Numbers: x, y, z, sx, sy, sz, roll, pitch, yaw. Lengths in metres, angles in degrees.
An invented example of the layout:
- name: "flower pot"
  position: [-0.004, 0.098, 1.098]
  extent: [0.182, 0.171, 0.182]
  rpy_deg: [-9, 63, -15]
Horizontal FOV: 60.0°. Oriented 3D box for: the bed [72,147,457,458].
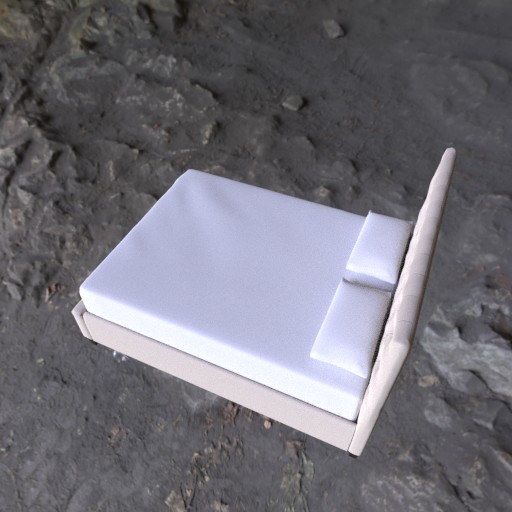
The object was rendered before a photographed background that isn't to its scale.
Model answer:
- name: "bed"
  position: [0.000, 0.000, 3.254]
  extent: [2.233, 1.426, 1.696]
  rpy_deg: [18, 49, 16]
